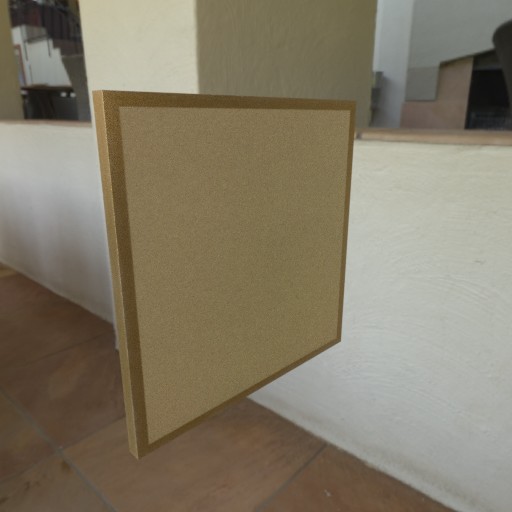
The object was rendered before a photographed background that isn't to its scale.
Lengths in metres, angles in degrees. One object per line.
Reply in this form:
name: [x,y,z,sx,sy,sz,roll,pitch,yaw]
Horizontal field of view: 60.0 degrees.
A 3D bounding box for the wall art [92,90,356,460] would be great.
wall art: [0.000,0.000,1.124,0.762,0.760,0.037,-17,24,-42]
